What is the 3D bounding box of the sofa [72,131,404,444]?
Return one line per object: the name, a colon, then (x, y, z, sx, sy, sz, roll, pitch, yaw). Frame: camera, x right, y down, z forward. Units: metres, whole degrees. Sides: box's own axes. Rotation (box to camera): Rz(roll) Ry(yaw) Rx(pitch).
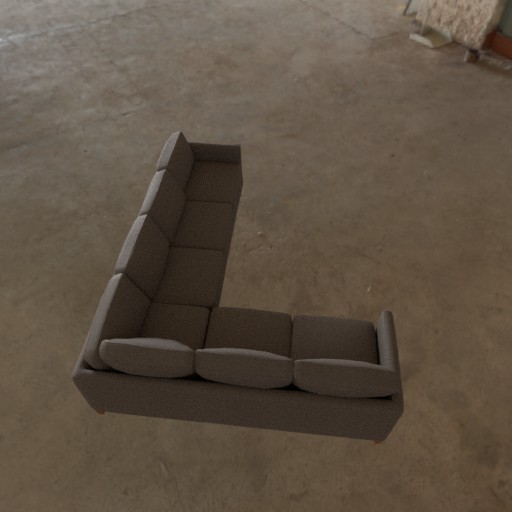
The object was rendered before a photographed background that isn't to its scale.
sofa: (0.000, 0.000, 4.598, 2.593, 0.947, 3.302, 5, 48, 4)
